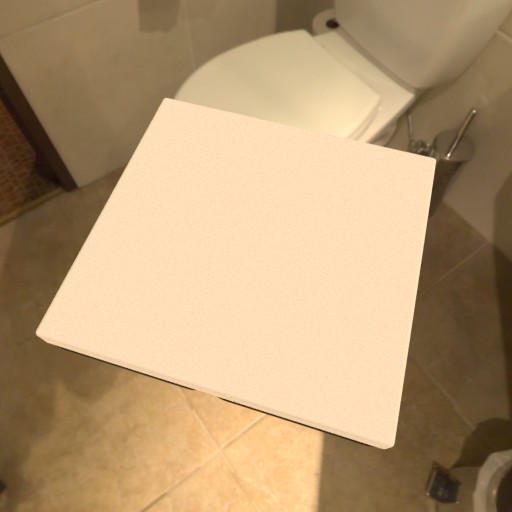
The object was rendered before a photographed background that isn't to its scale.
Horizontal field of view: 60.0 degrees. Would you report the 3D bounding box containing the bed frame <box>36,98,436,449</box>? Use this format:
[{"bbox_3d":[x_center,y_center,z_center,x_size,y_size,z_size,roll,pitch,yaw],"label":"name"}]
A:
[{"bbox_3d":[0.000,0.000,3.003,2.033,0.525,1.935,15,64,8],"label":"bed frame"}]
